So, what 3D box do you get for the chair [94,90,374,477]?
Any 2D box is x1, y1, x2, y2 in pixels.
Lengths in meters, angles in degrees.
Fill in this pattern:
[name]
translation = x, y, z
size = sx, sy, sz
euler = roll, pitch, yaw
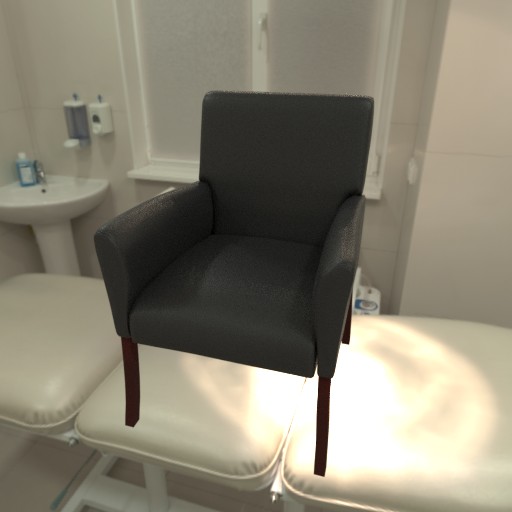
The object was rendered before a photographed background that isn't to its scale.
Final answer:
[chair]
translation = 0.000, 0.000, 1.471
size = 0.683, 0.951, 0.772
euler = 8, 27, 15
